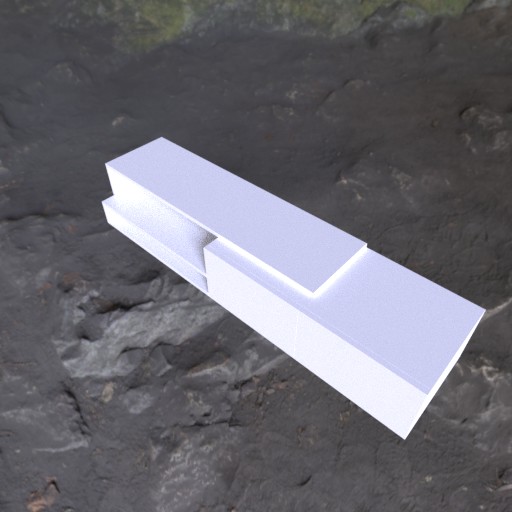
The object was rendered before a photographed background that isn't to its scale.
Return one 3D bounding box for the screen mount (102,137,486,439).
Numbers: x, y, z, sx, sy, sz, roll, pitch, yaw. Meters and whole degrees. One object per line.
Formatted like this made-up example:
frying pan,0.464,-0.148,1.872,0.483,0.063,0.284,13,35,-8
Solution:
screen mount,0.000,0.000,1.865,1.680,0.320,0.420,32,52,29
